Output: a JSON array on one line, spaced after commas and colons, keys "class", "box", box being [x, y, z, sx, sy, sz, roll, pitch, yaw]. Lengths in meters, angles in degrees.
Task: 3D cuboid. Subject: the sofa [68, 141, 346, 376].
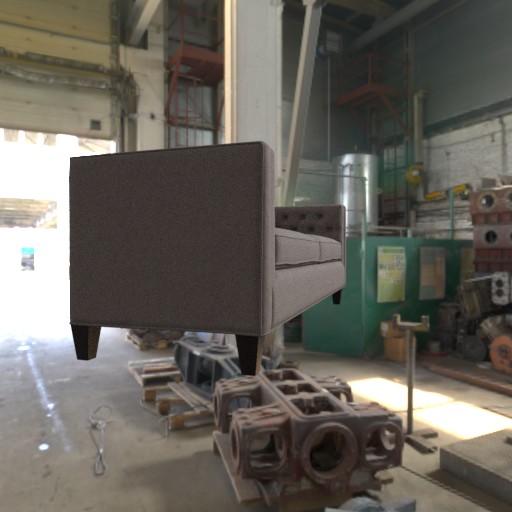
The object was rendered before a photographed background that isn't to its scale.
[{"class": "sofa", "box": [0.000, 0.000, 2.546, 0.775, 0.762, 2.159, 0, 1, 18]}]
